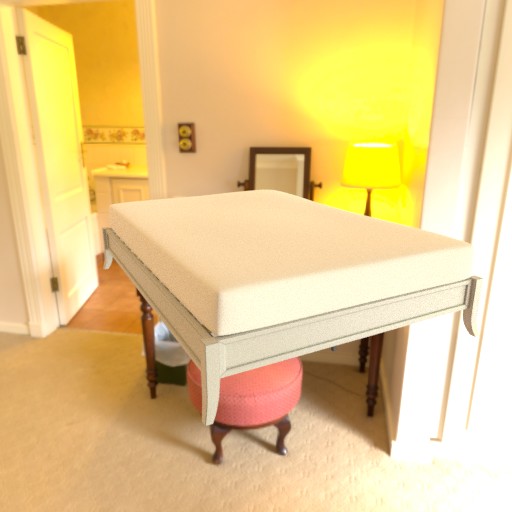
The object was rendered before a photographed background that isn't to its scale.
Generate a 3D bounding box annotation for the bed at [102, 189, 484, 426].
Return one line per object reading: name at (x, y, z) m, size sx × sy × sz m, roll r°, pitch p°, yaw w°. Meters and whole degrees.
bed at (0.000, 0.000, 2.640) m, size 1.460 × 0.510 × 1.985 m, roll -9°, pitch 19°, yaw -27°
